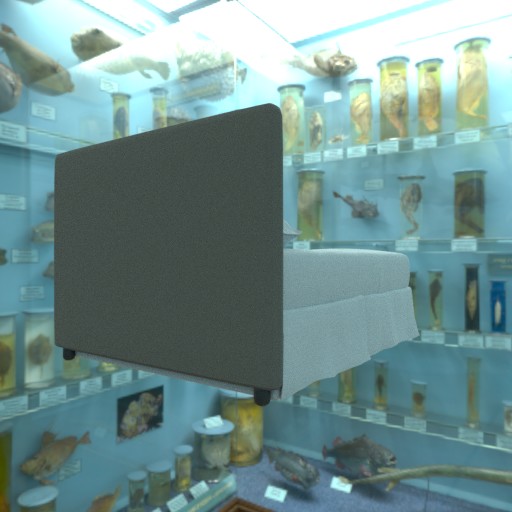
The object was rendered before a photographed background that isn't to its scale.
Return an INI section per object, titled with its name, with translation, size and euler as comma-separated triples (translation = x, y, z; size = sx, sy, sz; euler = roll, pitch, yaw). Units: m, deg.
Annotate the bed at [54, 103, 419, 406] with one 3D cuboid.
[bed]
translation = 0.000, 0.000, 3.211
size = 1.748, 1.330, 2.142
euler = 0, 0, 35
